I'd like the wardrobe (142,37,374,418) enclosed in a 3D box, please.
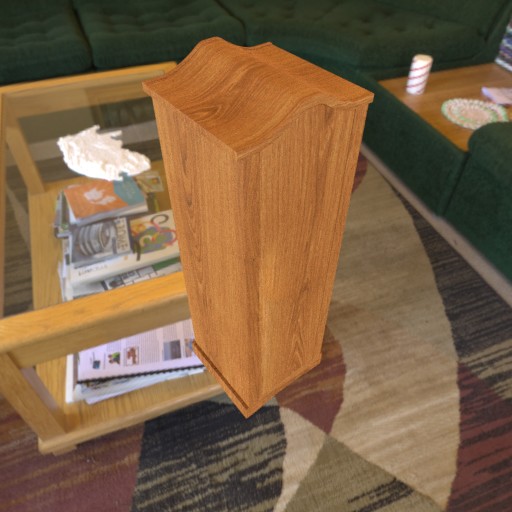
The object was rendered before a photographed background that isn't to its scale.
[{"bbox_3d":[0.000,0.000,2.169,0.590,1.870,0.570,-30,53,-25],"label":"wardrobe"}]
